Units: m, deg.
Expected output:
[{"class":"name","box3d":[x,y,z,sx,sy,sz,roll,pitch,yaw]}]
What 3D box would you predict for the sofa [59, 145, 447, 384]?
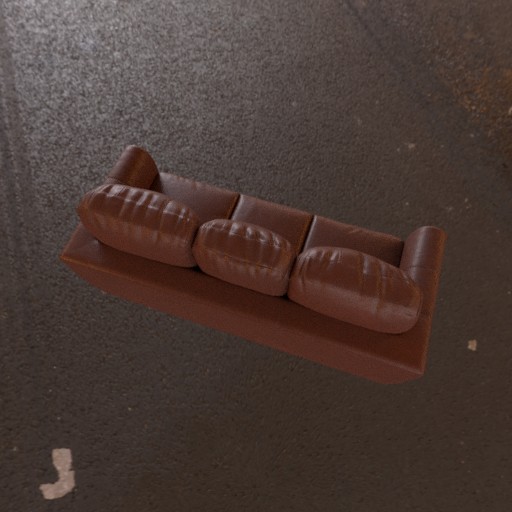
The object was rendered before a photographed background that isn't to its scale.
[{"class":"sofa","box3d":[0.000,0.000,2.394,1.862,0.915,0.802,17,64,9]}]
